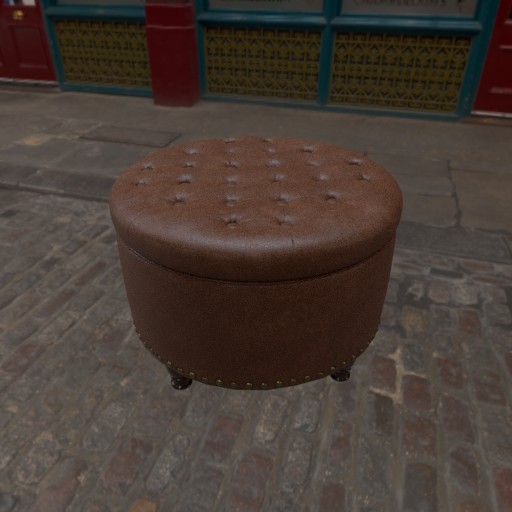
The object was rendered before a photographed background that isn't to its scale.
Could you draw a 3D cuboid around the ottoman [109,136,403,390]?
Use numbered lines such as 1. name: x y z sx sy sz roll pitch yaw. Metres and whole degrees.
1. ottoman: 0.000 0.000 1.091 0.637 0.442 0.637 0 31 0
